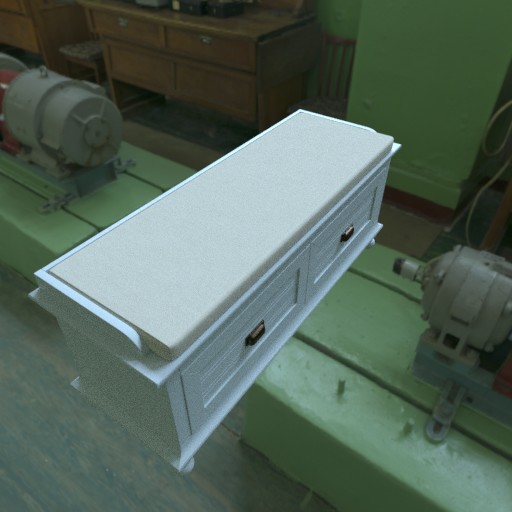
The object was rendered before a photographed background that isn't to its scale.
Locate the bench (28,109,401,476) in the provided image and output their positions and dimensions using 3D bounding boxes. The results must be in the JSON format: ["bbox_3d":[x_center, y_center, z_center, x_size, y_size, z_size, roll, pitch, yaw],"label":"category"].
[{"bbox_3d":[0.000,0.000,1.388,0.402,0.486,1.185,25,46,26],"label":"bench"}]
